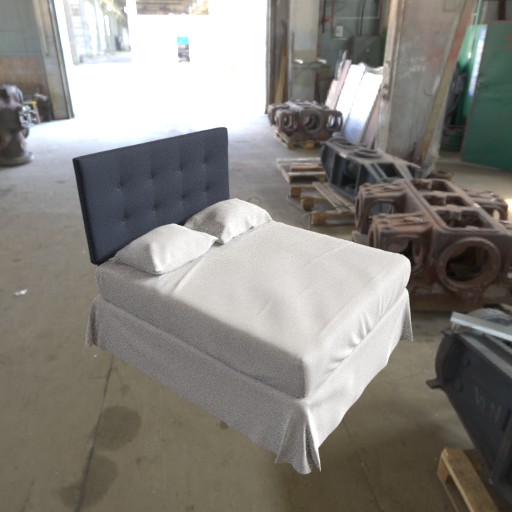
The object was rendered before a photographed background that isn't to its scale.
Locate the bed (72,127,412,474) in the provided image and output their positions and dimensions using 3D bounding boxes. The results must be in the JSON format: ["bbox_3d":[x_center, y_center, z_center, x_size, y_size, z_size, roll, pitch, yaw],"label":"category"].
[{"bbox_3d":[0.000,0.000,3.498,2.222,1.577,1.936,18,31,33],"label":"bed"}]
